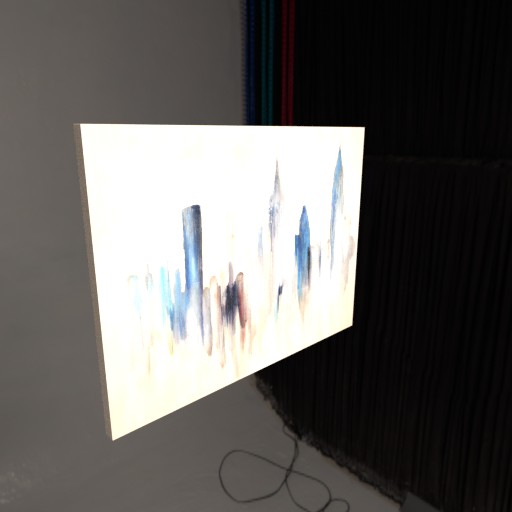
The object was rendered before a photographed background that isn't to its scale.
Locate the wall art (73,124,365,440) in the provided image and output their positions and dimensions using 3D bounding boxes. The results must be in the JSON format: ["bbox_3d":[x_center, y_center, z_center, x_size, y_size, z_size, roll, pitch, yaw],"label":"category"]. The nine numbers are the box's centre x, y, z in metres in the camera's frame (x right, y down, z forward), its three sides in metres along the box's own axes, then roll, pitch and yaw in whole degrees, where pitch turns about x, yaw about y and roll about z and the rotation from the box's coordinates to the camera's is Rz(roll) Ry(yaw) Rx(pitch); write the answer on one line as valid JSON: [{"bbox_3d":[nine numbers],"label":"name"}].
[{"bbox_3d":[0.000,0.000,1.356,1.016,0.762,0.038,-14,21,-41],"label":"wall art"}]
